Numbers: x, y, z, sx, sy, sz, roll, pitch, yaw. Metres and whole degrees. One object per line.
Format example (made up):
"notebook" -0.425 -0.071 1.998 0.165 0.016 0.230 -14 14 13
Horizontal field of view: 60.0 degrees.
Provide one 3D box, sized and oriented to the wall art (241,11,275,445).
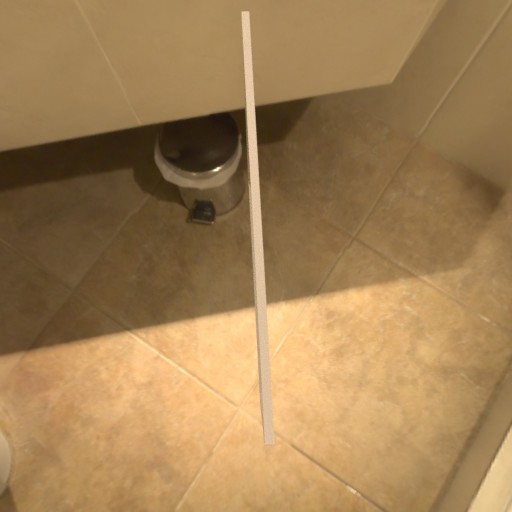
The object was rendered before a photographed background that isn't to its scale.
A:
"wall art" 0.000 0.000 0.667 0.009 0.457 0.456 -3 76 -1
